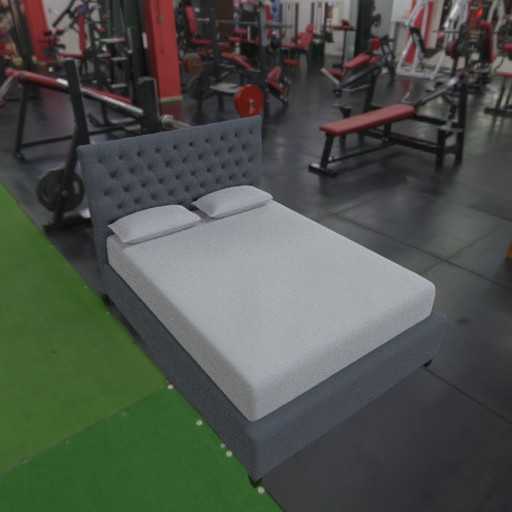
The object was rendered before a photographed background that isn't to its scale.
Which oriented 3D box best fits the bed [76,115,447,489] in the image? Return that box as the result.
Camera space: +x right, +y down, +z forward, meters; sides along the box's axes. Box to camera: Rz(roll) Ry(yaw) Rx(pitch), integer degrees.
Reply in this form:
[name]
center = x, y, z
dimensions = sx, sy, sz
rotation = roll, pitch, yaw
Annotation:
[bed]
center = 0.000, 0.000, 3.279
dimensions = 1.698, 1.427, 2.231
rotation = -20, 36, -31
